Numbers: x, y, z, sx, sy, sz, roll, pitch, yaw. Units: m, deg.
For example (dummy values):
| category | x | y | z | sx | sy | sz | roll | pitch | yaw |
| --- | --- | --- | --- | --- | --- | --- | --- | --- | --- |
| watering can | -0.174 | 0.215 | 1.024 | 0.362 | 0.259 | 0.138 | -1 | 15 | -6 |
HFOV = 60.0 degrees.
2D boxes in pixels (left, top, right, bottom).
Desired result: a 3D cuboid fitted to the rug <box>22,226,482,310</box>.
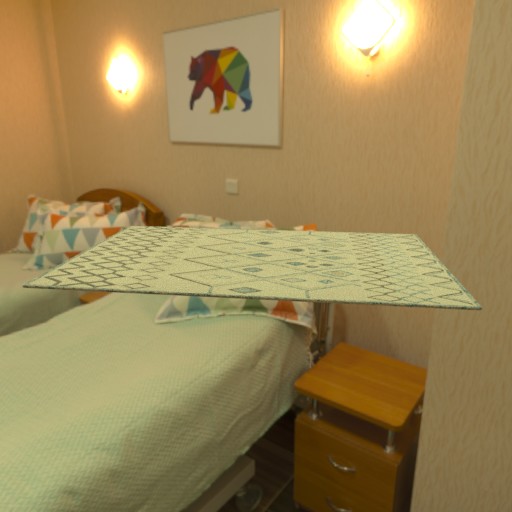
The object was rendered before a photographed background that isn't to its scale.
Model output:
| category | x | y | z | sx | sy | sz | roll | pitch | yaw |
| --- | --- | --- | --- | --- | --- | --- | --- | --- | --- |
| rug | 0.000 | 0.000 | 3.041 | 2.439 | 0.015 | 1.524 | 2 | 17 | 7 |
